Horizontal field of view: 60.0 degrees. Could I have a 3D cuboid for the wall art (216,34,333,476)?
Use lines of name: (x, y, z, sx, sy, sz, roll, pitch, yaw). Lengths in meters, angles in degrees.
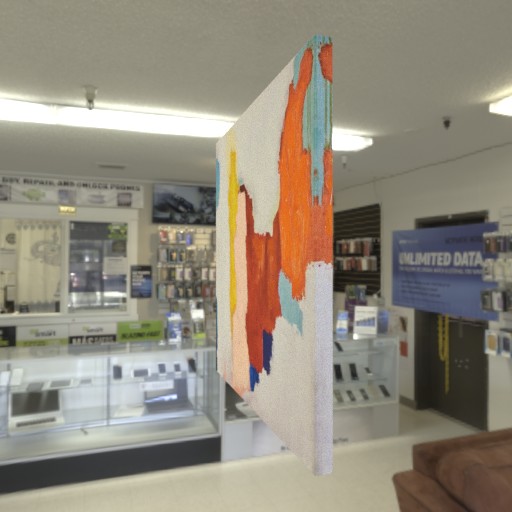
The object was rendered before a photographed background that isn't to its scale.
wall art: (0.000, 0.000, 1.206, 0.037, 0.814, 0.814, 0, 0, -18)
